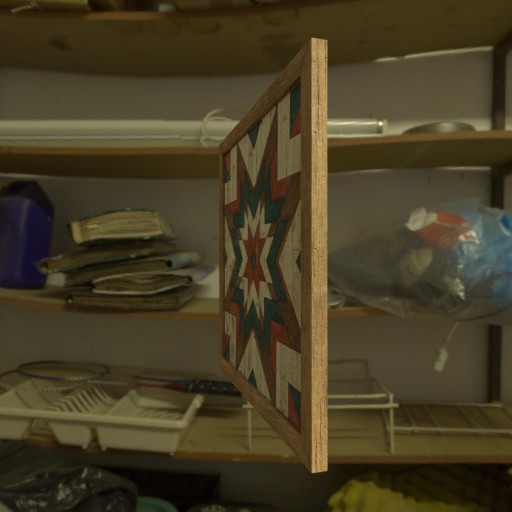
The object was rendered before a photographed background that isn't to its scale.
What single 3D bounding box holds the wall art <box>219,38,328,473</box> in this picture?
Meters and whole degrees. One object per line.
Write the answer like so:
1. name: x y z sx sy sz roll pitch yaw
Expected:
1. wall art: 0.000 0.000 1.039 0.029 0.691 0.695 0 0 -17
